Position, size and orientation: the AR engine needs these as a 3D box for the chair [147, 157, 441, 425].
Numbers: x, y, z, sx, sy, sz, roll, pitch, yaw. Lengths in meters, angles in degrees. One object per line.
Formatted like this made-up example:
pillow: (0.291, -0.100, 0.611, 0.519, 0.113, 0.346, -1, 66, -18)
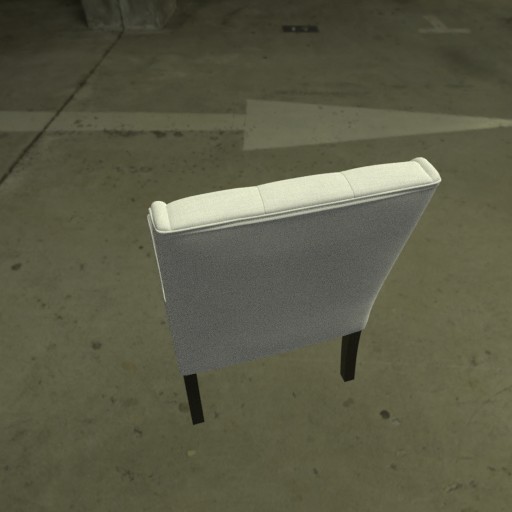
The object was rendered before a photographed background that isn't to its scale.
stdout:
chair: (0.000, 0.000, 1.298, 0.569, 0.853, 0.676, -12, 43, -13)
